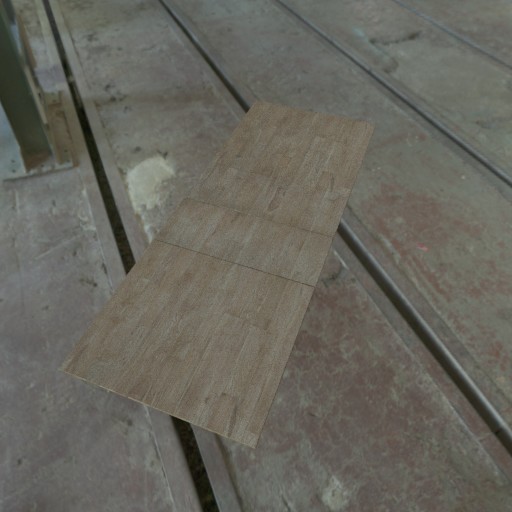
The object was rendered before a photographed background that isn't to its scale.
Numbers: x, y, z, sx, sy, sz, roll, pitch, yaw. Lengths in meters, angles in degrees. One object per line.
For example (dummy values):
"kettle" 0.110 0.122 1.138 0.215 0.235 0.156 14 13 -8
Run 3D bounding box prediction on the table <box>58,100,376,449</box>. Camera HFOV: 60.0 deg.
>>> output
"table" 0.000 0.000 3.056 1.000 0.752 2.603 16 51 14
